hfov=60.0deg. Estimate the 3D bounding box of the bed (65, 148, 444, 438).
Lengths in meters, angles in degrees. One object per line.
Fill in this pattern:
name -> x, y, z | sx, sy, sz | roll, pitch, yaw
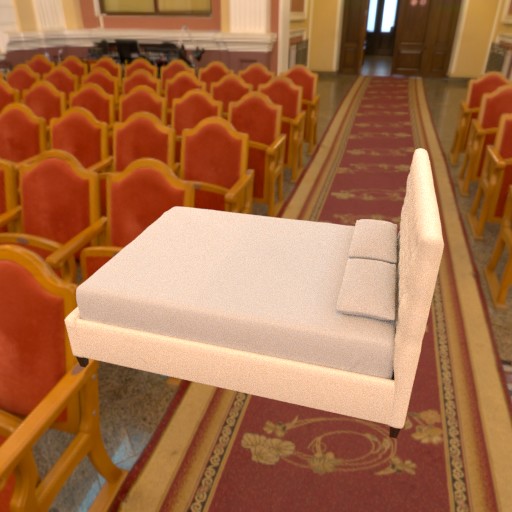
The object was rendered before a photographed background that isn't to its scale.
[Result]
bed -> 0.000, 0.000, 3.442 | 2.387, 1.427, 1.698 | 8, 30, 14
